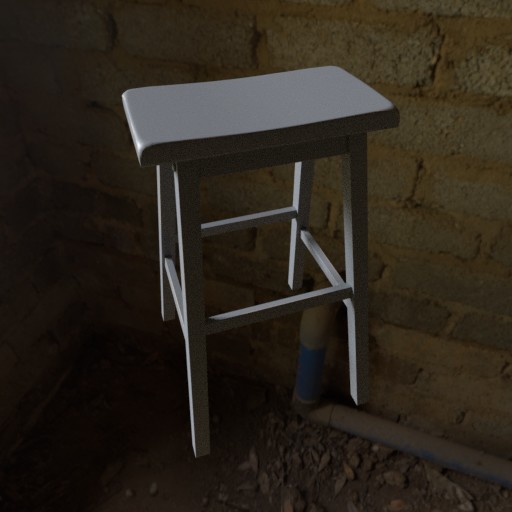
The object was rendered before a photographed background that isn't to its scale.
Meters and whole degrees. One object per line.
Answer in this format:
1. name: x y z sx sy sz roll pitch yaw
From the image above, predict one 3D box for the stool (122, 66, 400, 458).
1. stool: 0.000 0.000 1.024 0.457 0.737 0.476 -12 42 -14
